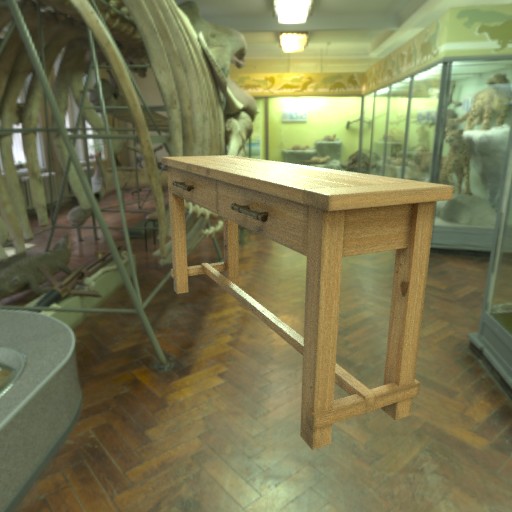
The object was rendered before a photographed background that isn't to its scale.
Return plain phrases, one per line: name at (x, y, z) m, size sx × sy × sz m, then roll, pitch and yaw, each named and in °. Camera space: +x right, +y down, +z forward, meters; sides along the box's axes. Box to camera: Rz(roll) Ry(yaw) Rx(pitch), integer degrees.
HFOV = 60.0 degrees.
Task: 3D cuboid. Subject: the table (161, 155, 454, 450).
table at (0.000, 0.000, 1.922) m, size 0.442 × 0.762 × 1.599 m, roll -8°, pitch 18°, yaw -25°
